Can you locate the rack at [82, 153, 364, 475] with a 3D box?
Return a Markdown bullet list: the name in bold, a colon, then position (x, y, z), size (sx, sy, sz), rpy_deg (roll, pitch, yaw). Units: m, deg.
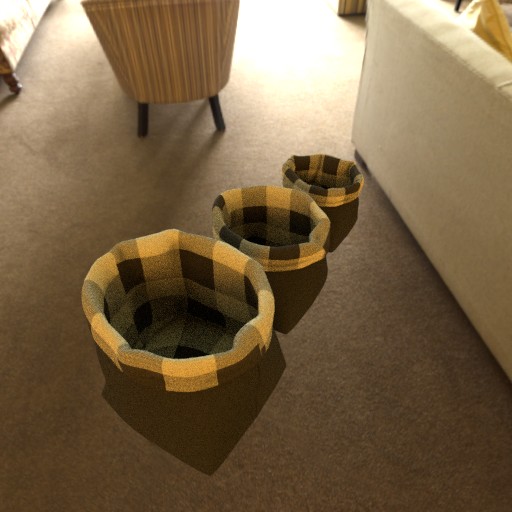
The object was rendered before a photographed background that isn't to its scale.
- **rack**: position (0.000, 0.000, 1.078), size (0.370, 0.329, 0.889), rpy_deg (24, 51, 21)
